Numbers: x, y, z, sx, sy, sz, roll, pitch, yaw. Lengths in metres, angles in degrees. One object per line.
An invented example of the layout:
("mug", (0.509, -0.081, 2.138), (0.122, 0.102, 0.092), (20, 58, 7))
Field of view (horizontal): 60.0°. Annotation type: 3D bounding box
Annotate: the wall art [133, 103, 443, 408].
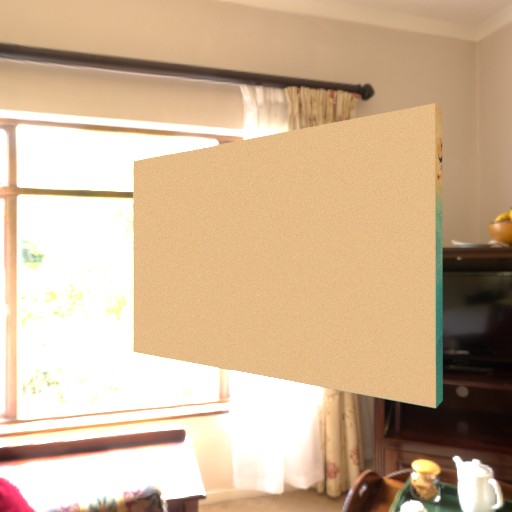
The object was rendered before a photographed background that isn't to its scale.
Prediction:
("wall art", (0.000, 0.000, 0.778), (0.609, 0.406, 0.039), (0, 0, 35))
